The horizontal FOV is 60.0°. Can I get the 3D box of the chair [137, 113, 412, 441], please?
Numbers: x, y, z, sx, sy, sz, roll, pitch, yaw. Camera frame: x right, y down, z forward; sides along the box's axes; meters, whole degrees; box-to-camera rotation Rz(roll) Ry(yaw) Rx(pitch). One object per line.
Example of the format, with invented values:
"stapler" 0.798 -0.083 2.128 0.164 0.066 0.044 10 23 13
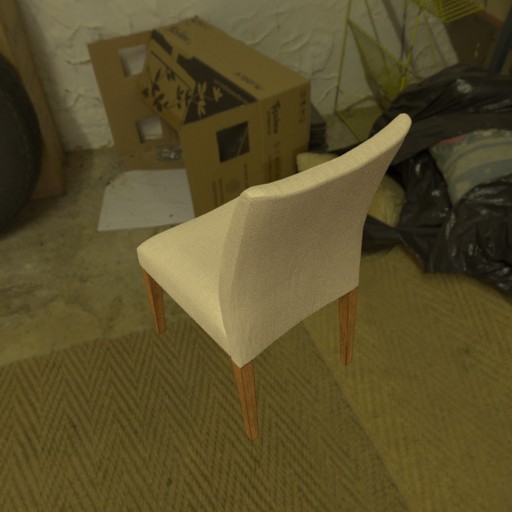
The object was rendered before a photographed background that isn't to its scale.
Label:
"chair" 0.000 0.000 1.279 0.496 0.940 0.585 -30 52 -26
